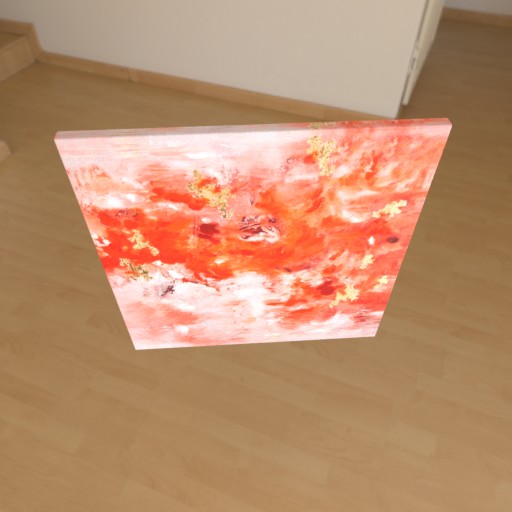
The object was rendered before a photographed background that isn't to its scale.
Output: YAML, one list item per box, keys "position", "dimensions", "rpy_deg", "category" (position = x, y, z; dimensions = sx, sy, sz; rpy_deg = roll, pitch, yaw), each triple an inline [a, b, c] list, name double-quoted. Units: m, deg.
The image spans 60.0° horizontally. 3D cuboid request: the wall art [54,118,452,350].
- position: [0.000, 0.000, 1.317]
  dimensions: [0.878, 0.878, 0.066]
  rpy_deg: [-3, 48, -2]
  category: "wall art"
